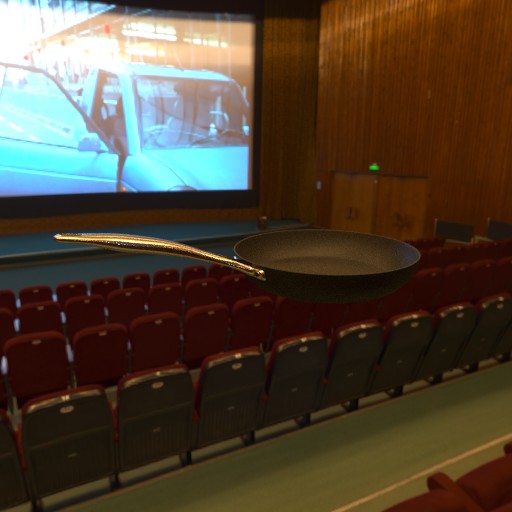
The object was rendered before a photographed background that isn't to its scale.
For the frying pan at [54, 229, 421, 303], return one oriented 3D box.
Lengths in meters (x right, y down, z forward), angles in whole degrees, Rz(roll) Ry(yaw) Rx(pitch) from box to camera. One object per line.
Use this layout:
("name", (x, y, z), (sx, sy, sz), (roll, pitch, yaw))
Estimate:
("frying pan", (0.000, 0.000, 0.576), (0.472, 0.105, 0.255), (-8, 17, -26))
